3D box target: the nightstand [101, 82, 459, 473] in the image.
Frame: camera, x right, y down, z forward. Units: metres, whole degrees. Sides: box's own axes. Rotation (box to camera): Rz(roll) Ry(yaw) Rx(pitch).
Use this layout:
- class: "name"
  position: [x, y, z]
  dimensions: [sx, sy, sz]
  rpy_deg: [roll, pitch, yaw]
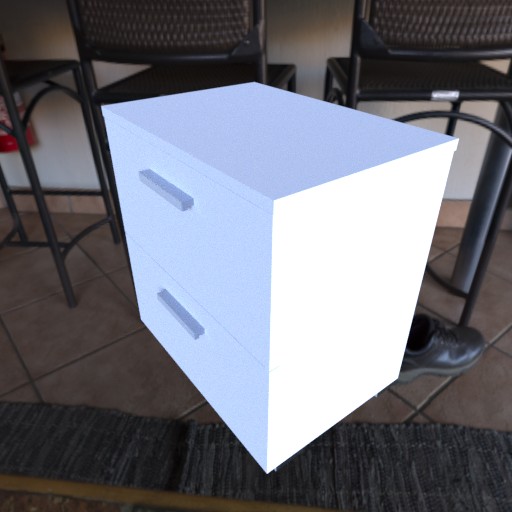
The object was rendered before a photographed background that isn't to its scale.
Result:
- class: "nightstand"
  position: [0.000, 0.000, 0.763]
  dimensions: [0.325, 0.460, 0.441]
  rpy_deg: [-22, 39, -31]
